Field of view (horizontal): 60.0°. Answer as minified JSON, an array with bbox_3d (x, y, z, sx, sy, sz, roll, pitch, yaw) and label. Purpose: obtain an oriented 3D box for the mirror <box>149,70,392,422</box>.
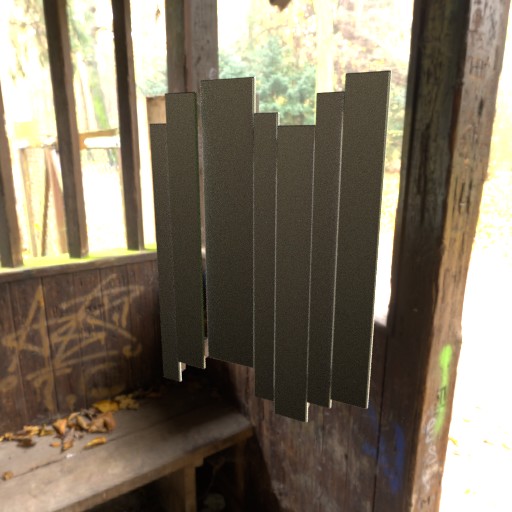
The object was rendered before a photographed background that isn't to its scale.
[{"bbox_3d":[0.000,0.000,0.807,0.445,0.611,0.058,7,16,26],"label":"mirror"}]
